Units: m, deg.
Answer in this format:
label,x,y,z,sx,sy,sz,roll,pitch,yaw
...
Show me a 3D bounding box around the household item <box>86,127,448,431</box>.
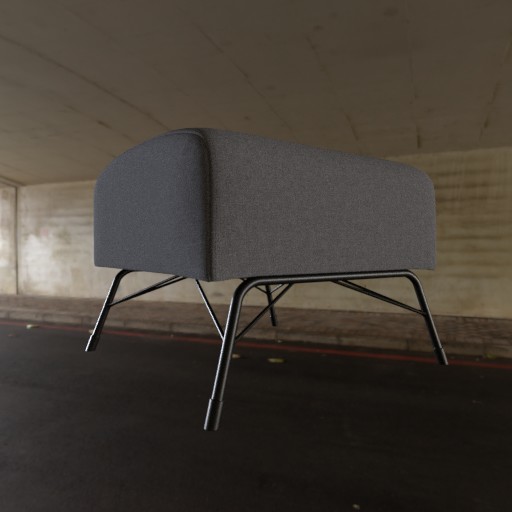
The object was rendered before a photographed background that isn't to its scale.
label,x,y,z,sx,sy,sz,roll,pitch,yaw
household item,0.000,0.000,0.898,0.530,0.410,0.530,-1,1,-36
